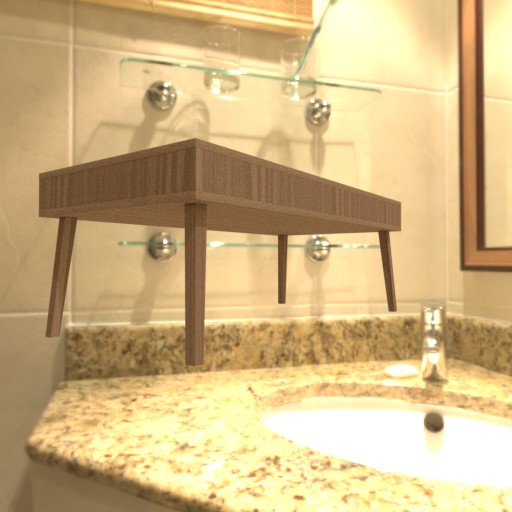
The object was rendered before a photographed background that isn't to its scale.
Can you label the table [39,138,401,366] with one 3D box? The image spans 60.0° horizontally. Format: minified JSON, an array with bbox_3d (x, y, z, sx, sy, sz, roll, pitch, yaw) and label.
[{"bbox_3d":[0.000,0.000,1.521,0.600,0.450,1.200,0,-1,37],"label":"table"}]
